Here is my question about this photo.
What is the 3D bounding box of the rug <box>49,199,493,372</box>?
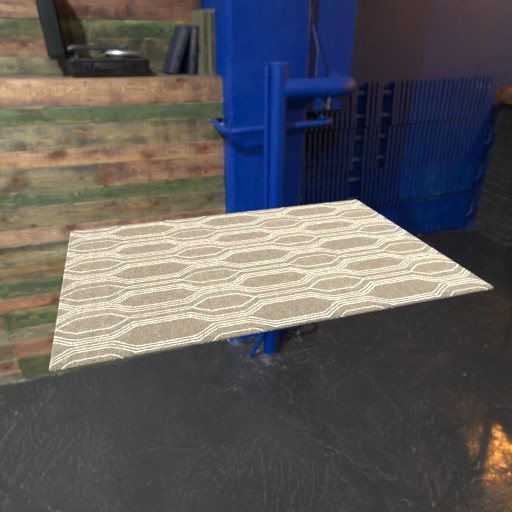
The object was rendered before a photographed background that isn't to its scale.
[{"bbox_3d":[0.000,0.000,2.252,1.836,0.012,1.239,-8,27,-16],"label":"rug"}]
